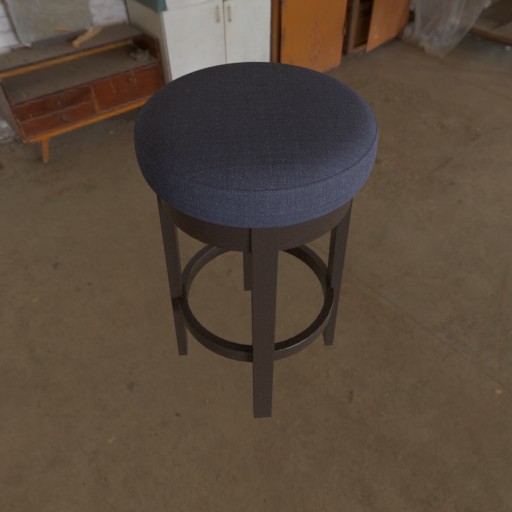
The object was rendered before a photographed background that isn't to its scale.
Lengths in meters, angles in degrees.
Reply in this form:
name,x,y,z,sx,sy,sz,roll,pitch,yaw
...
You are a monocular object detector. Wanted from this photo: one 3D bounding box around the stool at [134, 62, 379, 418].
name,x,y,z,sx,sy,sz,roll,pitch,yaw
stool,0.000,0.000,1.027,0.446,0.758,0.446,0,47,0
